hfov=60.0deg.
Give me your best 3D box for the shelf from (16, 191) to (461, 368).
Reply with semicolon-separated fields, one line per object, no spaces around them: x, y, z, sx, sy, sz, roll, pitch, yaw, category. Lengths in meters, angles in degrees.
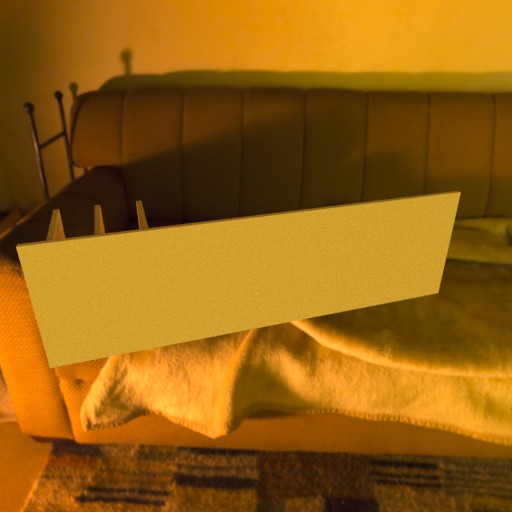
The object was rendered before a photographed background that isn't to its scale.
0.000;0.000;1.133;1.020;0.300;0.200;-8;29;-16;shelf
